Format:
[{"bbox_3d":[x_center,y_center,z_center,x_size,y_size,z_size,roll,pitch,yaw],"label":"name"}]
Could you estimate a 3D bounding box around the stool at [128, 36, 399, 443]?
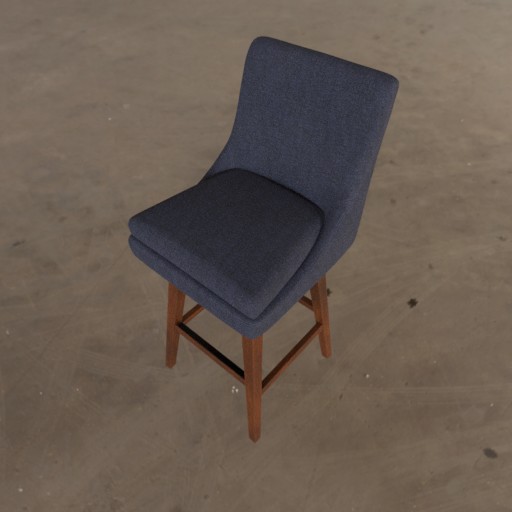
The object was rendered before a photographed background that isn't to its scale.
[{"bbox_3d":[0.000,0.000,1.364,0.489,1.068,0.572,32,53,27],"label":"stool"}]
